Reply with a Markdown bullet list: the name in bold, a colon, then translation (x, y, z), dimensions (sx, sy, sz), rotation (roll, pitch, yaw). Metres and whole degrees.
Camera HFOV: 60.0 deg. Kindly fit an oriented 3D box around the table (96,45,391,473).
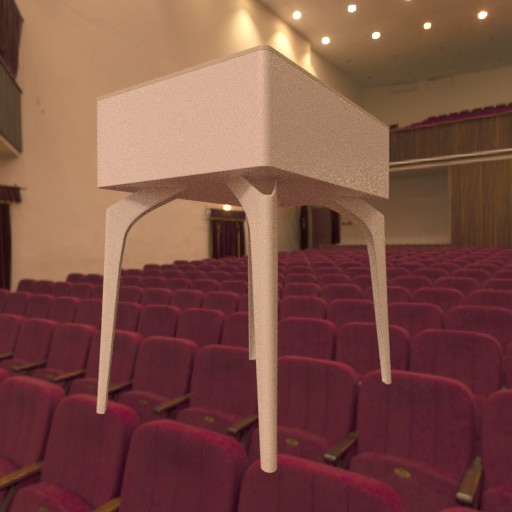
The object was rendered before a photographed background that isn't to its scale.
- **table**: translation (0.000, 0.000, 0.902), dimensions (0.400, 0.570, 0.500), rotation (1, 1, 35)
